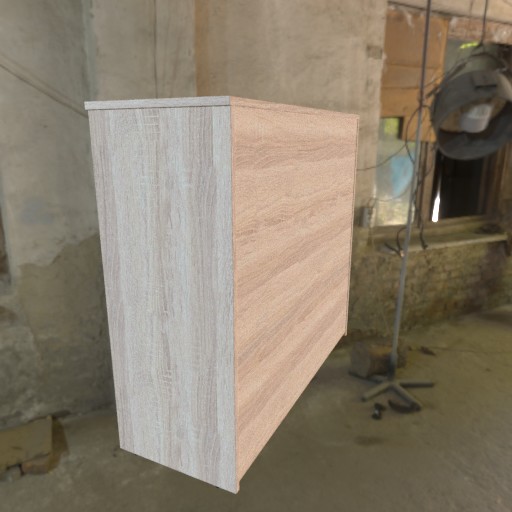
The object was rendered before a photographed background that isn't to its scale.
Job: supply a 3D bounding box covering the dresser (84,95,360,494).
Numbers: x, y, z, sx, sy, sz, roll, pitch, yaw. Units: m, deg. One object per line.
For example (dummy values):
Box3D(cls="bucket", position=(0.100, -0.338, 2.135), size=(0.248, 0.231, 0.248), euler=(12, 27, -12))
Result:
Box3D(cls="dresser", position=(0.000, 0.000, 1.439), size=(0.380, 0.900, 0.980), euler=(8, 17, 25))
